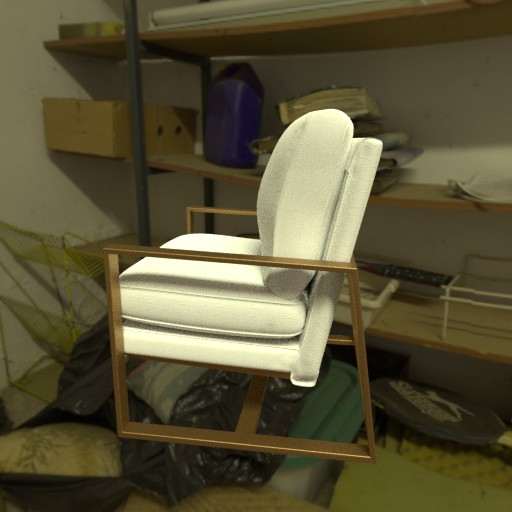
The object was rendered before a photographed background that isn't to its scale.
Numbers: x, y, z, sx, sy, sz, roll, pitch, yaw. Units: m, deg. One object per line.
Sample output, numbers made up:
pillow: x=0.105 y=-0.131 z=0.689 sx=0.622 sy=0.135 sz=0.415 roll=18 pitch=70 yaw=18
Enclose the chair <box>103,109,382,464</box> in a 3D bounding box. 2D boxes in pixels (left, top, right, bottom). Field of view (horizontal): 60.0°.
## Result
chair: x=0.000 y=0.000 z=1.562 sx=0.813 sy=0.966 sz=0.805 roll=2 pitch=15 yaw=8
